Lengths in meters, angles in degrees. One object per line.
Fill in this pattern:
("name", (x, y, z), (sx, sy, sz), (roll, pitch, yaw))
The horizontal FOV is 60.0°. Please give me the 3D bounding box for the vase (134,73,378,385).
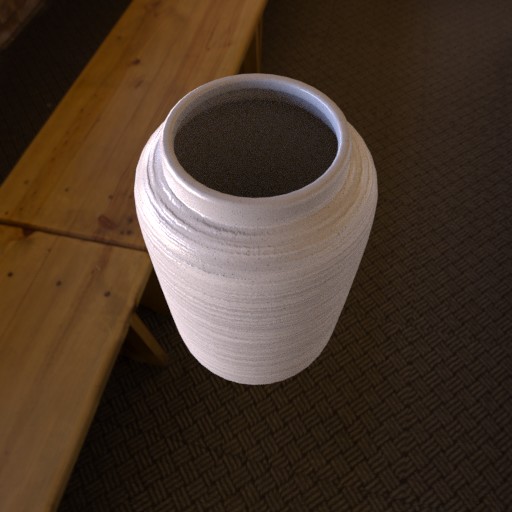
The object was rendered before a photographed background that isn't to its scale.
("vase", (0.000, 0.000, 0.460), (0.202, 0.335, 0.202), (0, 58, 0))
